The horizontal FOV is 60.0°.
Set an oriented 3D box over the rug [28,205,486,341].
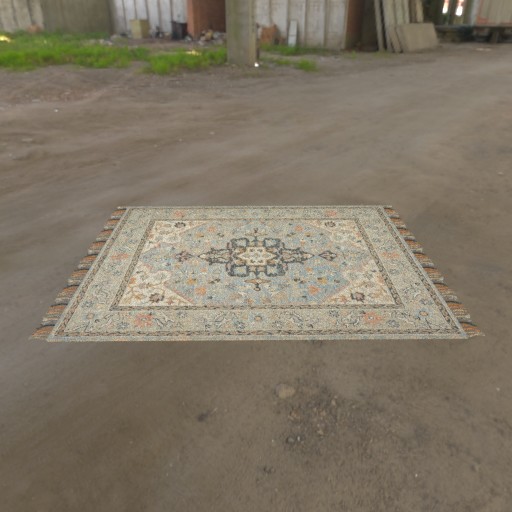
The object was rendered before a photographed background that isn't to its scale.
[{"bbox_3d":[0.000,0.000,2.221,1.730,0.009,1.278,0,29,-1],"label":"rug"}]
